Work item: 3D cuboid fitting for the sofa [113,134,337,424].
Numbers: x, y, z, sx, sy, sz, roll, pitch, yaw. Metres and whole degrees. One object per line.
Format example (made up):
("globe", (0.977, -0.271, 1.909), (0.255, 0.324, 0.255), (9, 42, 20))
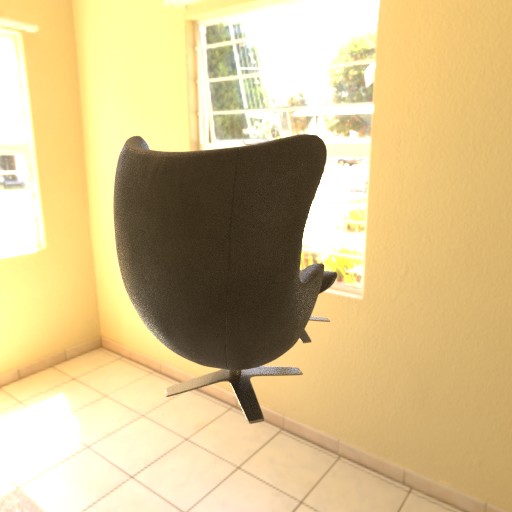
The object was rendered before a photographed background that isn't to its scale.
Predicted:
("sofa", (0.000, 0.000, 2.177), (0.894, 1.135, 1.444), (7, 16, 27))
